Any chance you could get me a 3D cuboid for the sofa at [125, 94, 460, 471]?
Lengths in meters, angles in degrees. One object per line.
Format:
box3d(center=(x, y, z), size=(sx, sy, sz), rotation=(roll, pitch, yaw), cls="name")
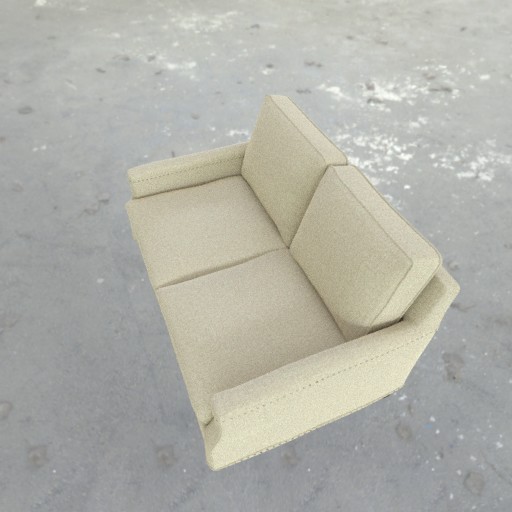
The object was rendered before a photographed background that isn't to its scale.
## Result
box3d(center=(0.000, 0.000, 2.262), size=(1.084, 1.003, 1.597), rotation=(-17, 50, -15), cls="sofa")
